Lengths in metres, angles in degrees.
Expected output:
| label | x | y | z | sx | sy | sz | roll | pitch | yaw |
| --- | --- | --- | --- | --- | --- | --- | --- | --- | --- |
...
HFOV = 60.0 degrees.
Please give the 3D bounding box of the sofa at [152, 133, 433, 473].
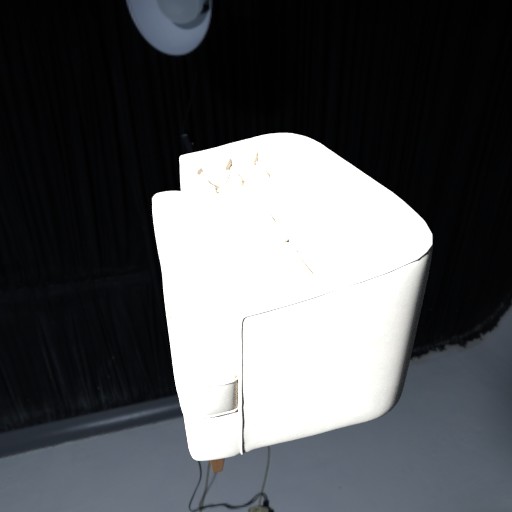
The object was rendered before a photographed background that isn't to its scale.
| label | x | y | z | sx | sy | sz | roll | pitch | yaw |
| --- | --- | --- | --- | --- | --- | --- | --- | --- | --- |
| sofa | 0.000 | 0.000 | 2.198 | 0.940 | 0.878 | 1.731 | -7 | 30 | -13 |
